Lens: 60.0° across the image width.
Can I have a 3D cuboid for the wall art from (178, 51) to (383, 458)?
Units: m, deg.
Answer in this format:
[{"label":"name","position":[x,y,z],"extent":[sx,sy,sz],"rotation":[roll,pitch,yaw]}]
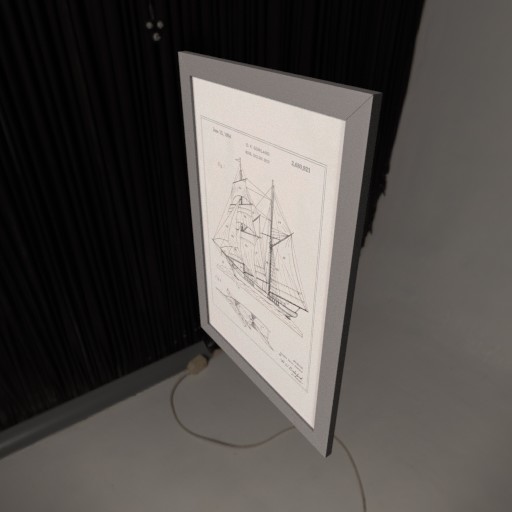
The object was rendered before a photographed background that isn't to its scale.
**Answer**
[{"label":"wall art","position":[0.000,0.000,0.674],"extent":[0.013,0.534,0.380],"rotation":[-21,37,-30]}]
